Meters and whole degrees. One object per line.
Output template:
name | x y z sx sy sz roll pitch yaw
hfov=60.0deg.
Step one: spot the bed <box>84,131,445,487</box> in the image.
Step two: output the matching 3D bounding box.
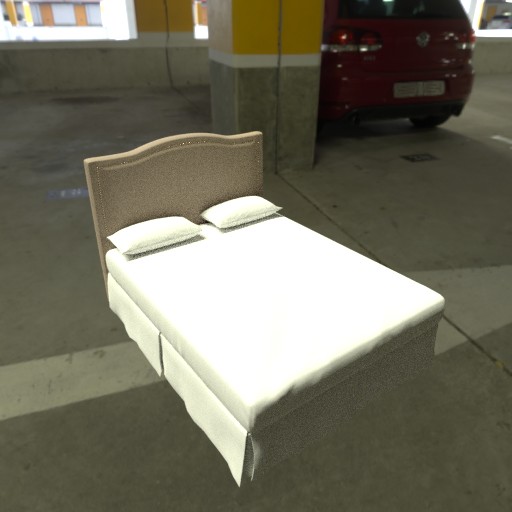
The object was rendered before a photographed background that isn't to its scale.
bed | 0.000 0.000 3.389 1.821 1.436 2.282 -19 33 -31
